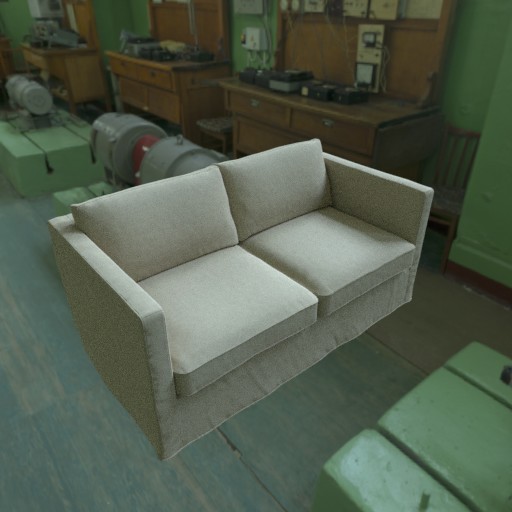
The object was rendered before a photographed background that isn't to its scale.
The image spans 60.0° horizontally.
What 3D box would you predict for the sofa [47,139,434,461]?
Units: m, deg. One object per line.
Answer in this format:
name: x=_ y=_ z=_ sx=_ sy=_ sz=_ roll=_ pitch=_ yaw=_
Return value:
sofa: x=0.000 y=0.000 z=2.295 sx=1.719 sy=0.835 sz=0.962 roll=-23 pitch=38 yaw=-33
